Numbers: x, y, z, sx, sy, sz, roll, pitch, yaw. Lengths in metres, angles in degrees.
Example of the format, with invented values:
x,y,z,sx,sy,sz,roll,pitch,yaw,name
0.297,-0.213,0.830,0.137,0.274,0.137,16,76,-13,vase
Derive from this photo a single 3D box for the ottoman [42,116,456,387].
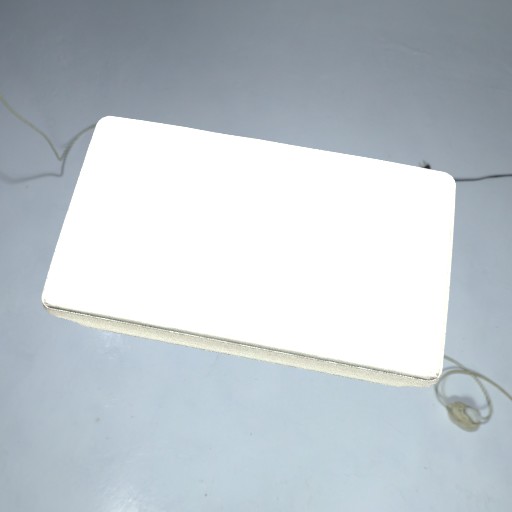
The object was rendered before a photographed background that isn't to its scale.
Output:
x,y,z,sx,sy,sz,roll,pitch,yaw,name
0.000,0.000,1.404,1.097,0.448,0.617,10,75,3,ottoman
